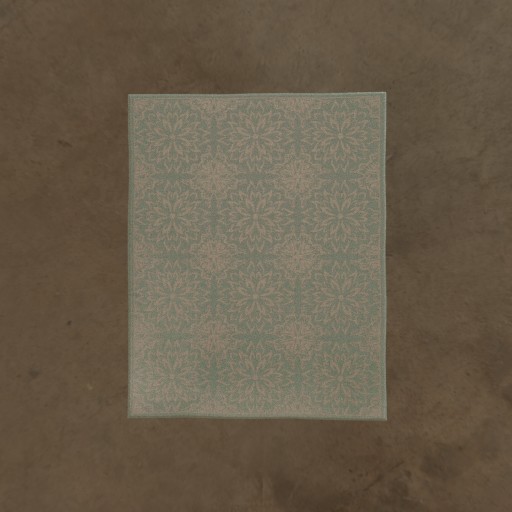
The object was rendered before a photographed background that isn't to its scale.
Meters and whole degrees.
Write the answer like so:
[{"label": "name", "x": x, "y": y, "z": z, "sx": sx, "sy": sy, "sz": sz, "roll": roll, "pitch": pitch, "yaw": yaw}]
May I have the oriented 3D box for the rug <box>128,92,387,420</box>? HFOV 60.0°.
[{"label": "rug", "x": 0.000, "y": 0.000, "z": 4.051, "sx": 2.363, "sy": 0.012, "sz": 2.980, "roll": 0, "pitch": 90, "yaw": 2}]
